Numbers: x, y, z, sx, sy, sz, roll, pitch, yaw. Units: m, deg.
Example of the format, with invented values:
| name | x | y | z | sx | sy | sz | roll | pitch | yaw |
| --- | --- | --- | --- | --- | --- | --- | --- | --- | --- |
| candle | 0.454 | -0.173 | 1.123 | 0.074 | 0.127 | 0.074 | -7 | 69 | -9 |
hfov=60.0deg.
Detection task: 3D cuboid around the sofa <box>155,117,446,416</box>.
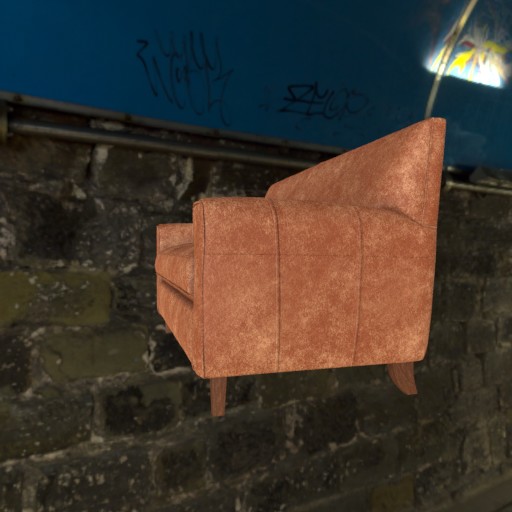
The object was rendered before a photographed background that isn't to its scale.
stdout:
| name | x | y | z | sx | sy | sz | roll | pitch | yaw |
| --- | --- | --- | --- | --- | --- | --- | --- | --- | --- |
| sofa | 0.000 | 0.000 | 1.956 | 0.787 | 0.871 | 1.473 | 0 | 1 | -17 |
